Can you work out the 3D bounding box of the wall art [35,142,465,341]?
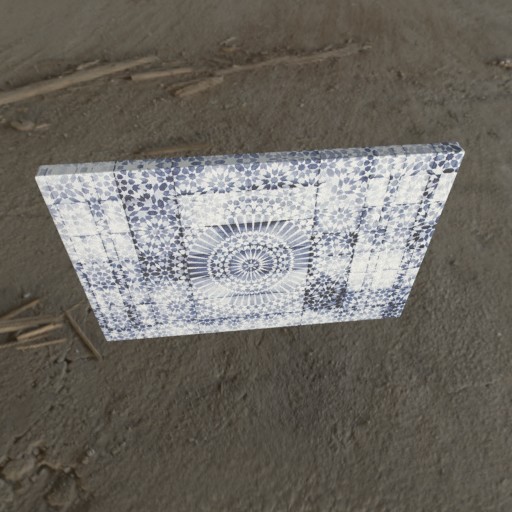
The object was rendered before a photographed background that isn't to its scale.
[{"bbox_3d":[0.000,0.000,0.779,0.608,0.406,0.030,-4,46,-4],"label":"wall art"}]
